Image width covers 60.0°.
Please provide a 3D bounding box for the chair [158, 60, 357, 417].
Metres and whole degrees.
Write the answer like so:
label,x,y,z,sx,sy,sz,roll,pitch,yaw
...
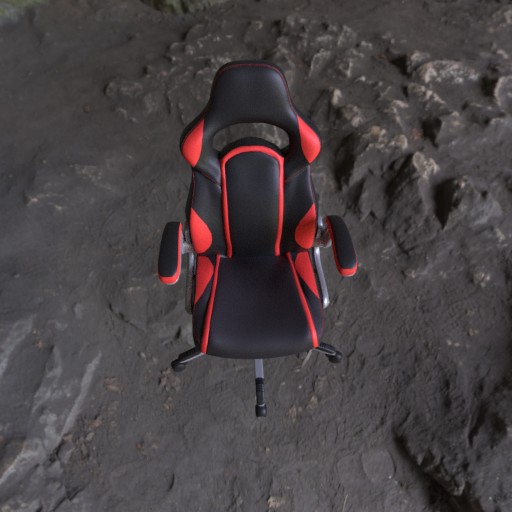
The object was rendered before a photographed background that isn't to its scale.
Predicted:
label,x,y,z,sx,sy,sz,roll,pitch,yaw
chair,0.000,0.000,1.628,0.758,1.165,0.712,-2,45,-2
